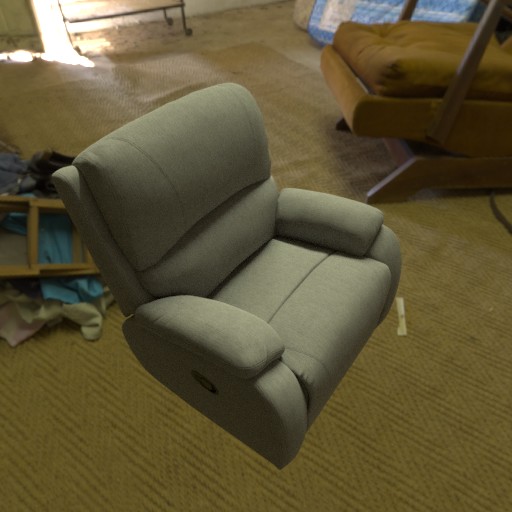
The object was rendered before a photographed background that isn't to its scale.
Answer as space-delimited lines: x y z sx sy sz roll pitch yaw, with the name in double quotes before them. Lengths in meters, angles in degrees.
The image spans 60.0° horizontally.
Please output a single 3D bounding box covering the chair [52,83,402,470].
"chair" 0.000 0.000 1.640 0.899 1.011 0.930 25 47 26
